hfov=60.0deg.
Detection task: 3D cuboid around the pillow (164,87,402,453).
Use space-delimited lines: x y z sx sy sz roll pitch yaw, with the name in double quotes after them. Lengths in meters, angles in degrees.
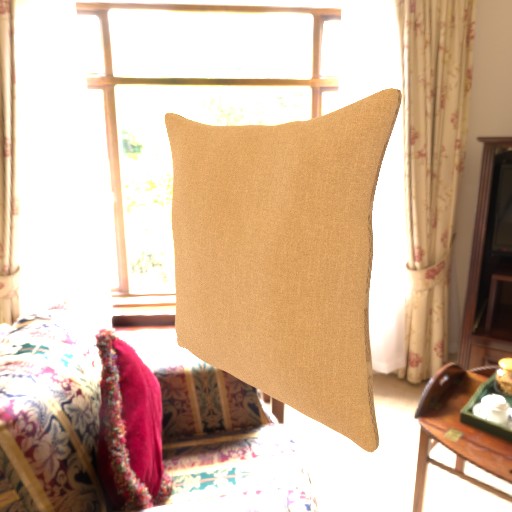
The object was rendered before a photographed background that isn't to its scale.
0.000 0.000 0.658 0.138 0.432 0.436 -13 18 -42 "pillow"
